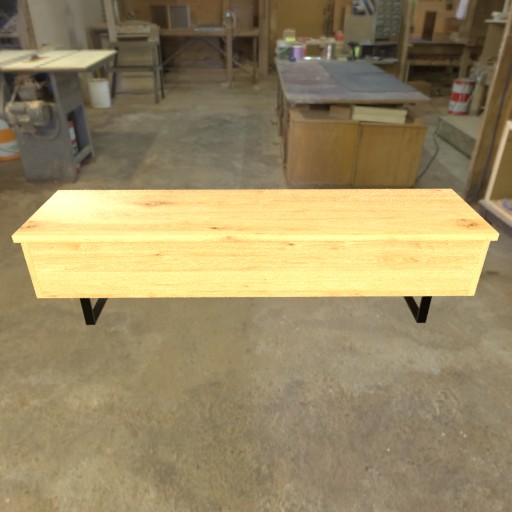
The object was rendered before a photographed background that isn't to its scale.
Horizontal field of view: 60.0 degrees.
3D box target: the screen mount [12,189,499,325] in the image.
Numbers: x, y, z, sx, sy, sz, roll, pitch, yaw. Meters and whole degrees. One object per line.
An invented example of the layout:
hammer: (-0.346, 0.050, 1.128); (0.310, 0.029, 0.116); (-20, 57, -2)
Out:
screen mount: (0.000, 0.000, 1.846); (1.700, 0.430, 0.450); (0, 30, 0)
